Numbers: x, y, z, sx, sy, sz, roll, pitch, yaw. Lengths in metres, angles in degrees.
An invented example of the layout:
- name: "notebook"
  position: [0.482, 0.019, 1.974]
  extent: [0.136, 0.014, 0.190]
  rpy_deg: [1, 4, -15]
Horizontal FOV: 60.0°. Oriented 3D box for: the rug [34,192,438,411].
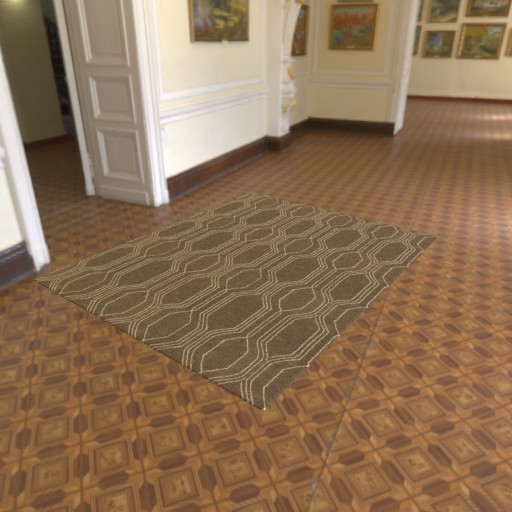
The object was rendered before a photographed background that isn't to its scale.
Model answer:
- name: "rug"
  position: [0.000, 0.000, 4.211]
  extent: [2.457, 0.012, 3.062]
  rpy_deg: [19, 31, 33]
